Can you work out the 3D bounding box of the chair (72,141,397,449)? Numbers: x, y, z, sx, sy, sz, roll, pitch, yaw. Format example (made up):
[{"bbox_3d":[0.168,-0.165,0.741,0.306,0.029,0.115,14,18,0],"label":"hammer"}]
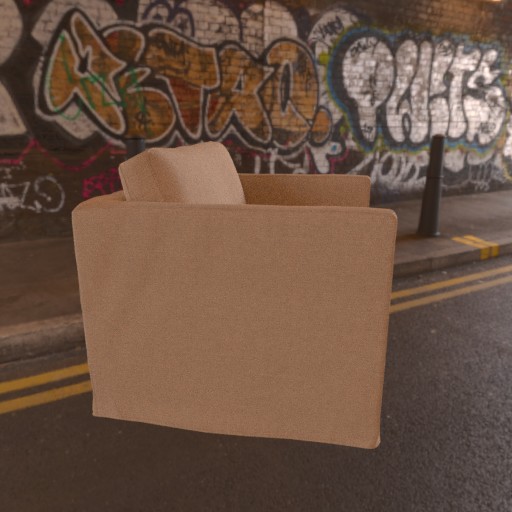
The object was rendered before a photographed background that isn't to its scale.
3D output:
[{"bbox_3d":[0.000,0.000,1.756,0.949,0.867,1.057,3,16,9],"label":"chair"}]
